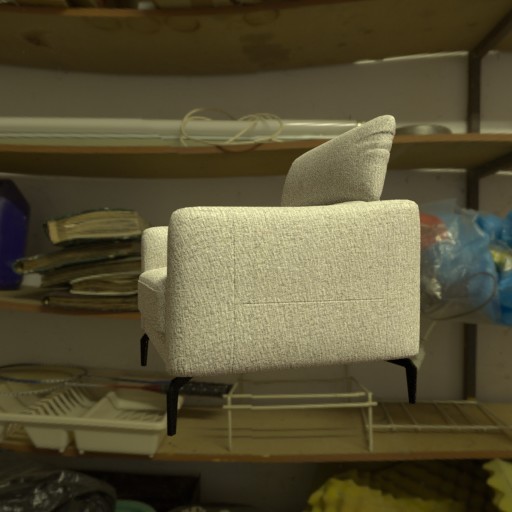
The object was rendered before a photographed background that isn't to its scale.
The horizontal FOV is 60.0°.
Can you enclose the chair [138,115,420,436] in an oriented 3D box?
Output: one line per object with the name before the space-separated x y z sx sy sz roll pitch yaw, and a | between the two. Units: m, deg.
chair | 0.000 0.000 1.703 0.835 0.967 0.972 0 0 -19
